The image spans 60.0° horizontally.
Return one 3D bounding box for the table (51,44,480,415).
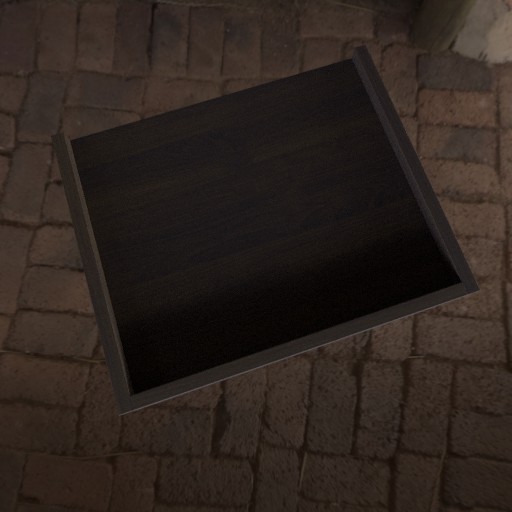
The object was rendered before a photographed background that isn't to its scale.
[{"bbox_3d":[0.000,0.000,0.790,0.450,0.470,0.370,-18,76,-5],"label":"table"}]
